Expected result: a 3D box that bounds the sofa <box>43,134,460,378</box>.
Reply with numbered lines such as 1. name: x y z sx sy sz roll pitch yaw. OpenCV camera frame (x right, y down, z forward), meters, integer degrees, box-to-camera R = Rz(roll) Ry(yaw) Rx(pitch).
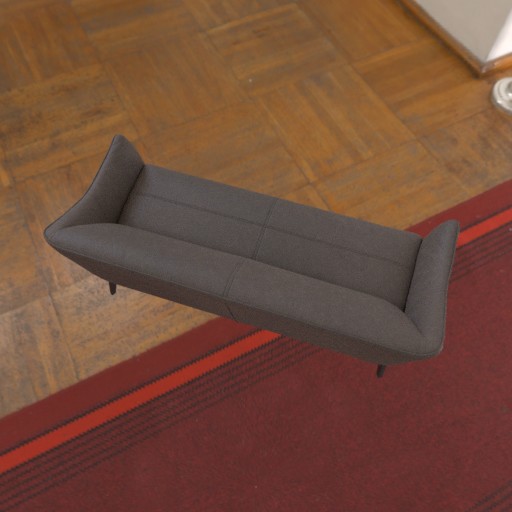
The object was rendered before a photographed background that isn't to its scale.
1. sofa: 0.000 0.000 2.373 1.928 0.831 0.869 16 64 8
